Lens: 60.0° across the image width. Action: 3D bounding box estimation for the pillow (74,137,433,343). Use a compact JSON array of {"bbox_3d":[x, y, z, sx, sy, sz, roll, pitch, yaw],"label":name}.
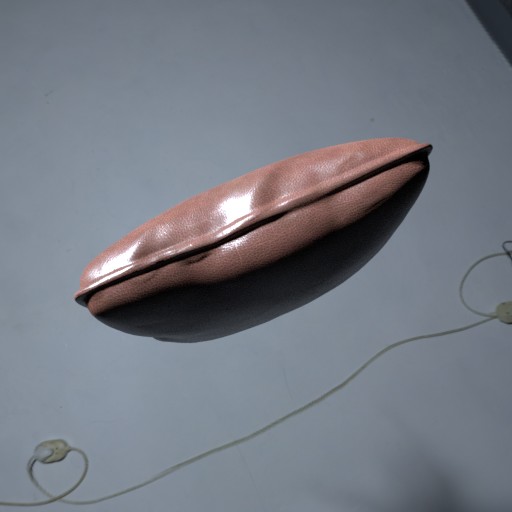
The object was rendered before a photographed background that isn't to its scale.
[{"bbox_3d":[0.000,0.000,0.818,0.532,0.523,0.236,-23,79,-5],"label":"pillow"}]
